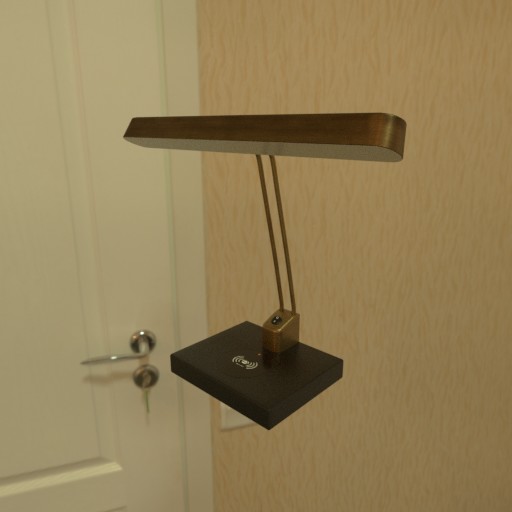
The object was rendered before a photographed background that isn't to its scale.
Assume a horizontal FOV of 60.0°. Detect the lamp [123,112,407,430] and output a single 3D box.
[{"bbox_3d":[0.000,0.000,0.572,0.412,0.345,0.156,15,22,41],"label":"lamp"}]
